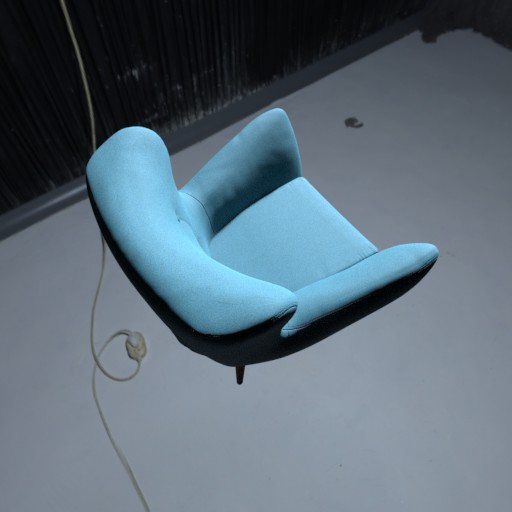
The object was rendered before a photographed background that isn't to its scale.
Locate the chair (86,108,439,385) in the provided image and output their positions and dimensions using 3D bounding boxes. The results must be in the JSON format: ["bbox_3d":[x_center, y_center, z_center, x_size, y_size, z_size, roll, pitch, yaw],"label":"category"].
[{"bbox_3d":[0.000,0.000,1.616,0.889,0.889,0.890,-31,63,-18],"label":"chair"}]
